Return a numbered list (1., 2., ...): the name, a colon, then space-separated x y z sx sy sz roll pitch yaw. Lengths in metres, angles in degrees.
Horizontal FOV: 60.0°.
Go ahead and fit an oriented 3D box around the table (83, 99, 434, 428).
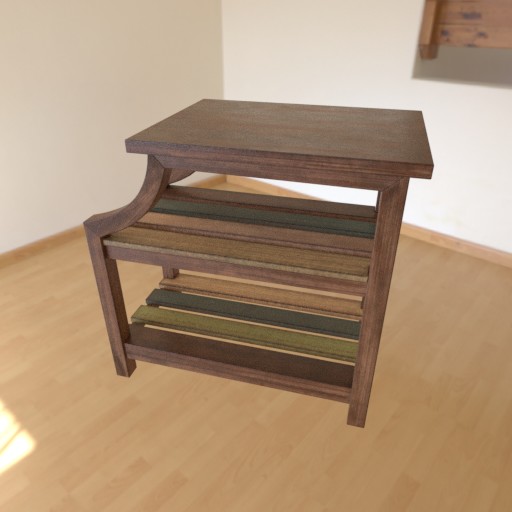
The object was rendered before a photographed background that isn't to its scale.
1. table: 0.000 0.000 0.978 0.609 0.584 0.356 8 31 13
